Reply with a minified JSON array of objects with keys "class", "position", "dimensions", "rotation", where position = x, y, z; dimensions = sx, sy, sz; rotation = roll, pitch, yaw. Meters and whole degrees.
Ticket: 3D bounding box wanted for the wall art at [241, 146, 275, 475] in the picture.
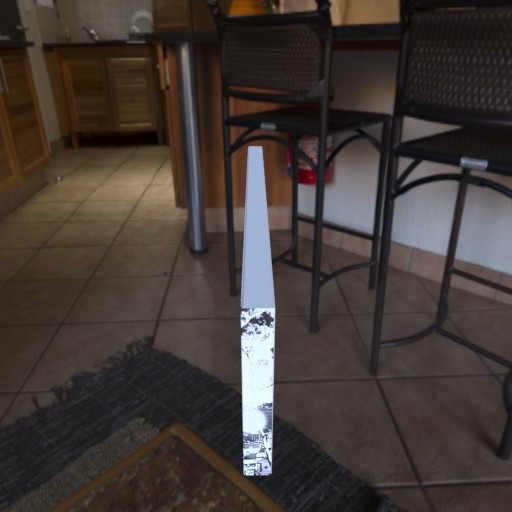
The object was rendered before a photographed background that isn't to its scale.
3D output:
[{"class":"wall art","position":[0.000,0.000,0.862],"dimensions":[0.036,0.256,0.766],"rotation":[0,26,0]}]
